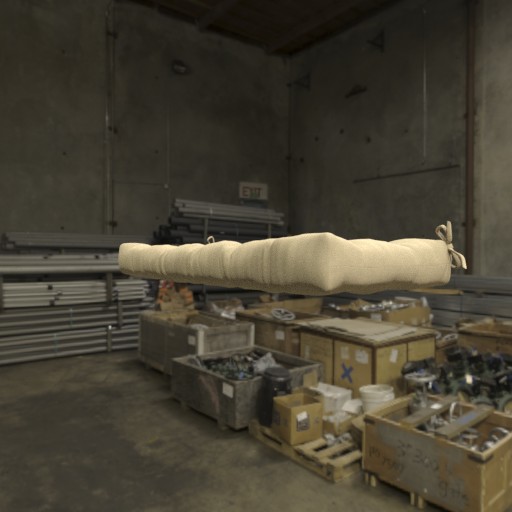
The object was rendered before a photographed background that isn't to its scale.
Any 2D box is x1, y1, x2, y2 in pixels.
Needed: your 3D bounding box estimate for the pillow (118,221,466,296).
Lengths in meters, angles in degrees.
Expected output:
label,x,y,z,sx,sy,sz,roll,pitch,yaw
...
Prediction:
label,x,y,z,sx,sy,sz,roll,pitch,yaw
pillow,0.000,0.000,1.408,0.511,0.174,1.194,0,0,-37
